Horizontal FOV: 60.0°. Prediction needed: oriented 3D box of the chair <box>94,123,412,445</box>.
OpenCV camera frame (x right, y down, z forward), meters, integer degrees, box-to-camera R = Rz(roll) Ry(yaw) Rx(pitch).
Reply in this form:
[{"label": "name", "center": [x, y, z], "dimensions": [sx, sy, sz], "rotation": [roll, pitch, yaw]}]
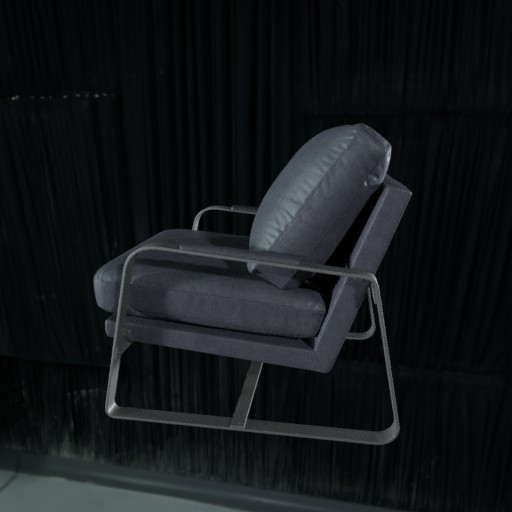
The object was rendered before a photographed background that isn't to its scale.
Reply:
[{"label": "chair", "center": [0.000, 0.000, 1.472], "dimensions": [0.878, 0.839, 0.692], "rotation": [2, 15, 9]}]
